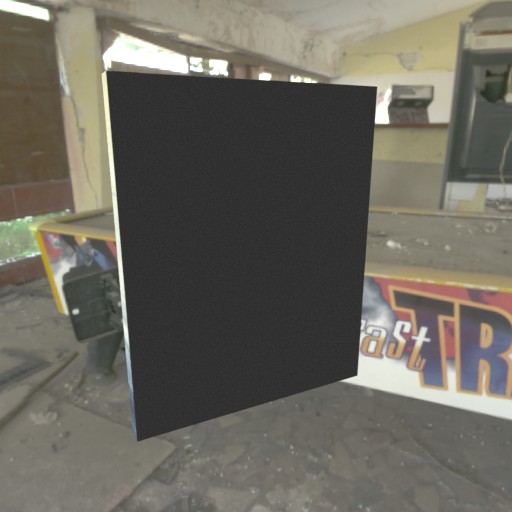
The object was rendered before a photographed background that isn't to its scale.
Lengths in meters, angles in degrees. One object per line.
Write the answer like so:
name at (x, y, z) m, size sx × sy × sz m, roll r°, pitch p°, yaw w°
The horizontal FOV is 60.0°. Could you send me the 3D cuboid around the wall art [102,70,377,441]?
wall art at (0.000, 0.000, 0.823) m, size 0.489 × 0.608 × 0.040 m, roll -8°, pitch 17°, yaw -26°
